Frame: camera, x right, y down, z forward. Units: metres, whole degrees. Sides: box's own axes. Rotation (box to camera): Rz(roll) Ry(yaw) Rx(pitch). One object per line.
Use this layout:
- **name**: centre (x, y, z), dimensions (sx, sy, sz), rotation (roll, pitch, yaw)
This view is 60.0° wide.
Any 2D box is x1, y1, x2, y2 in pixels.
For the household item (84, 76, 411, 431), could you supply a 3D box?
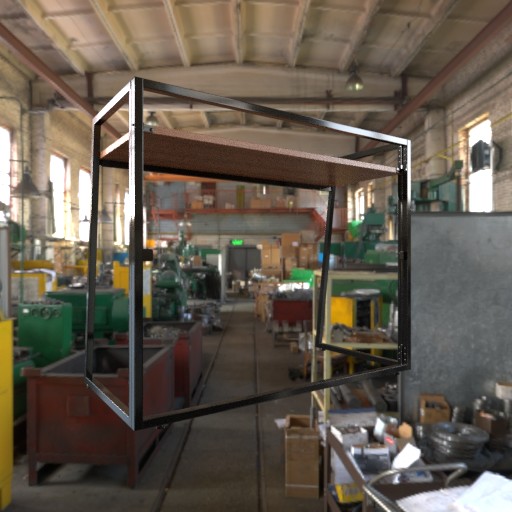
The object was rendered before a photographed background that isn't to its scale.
- **household item**: centre (0.000, 0.000, 1.564), dimensions (1.050, 0.860, 0.510), rotation (0, 0, -34)
